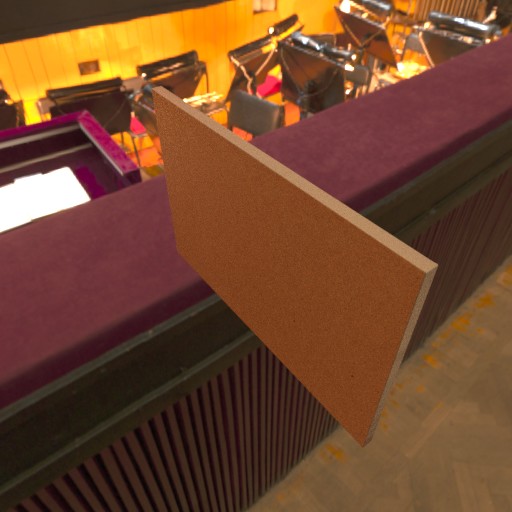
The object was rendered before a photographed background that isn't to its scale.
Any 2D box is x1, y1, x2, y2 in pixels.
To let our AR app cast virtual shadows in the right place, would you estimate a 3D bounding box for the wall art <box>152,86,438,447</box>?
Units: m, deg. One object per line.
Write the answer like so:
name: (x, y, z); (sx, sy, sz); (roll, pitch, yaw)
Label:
wall art: (0.000, 0.000, 0.786); (0.021, 0.410, 0.615); (-27, 49, -27)
